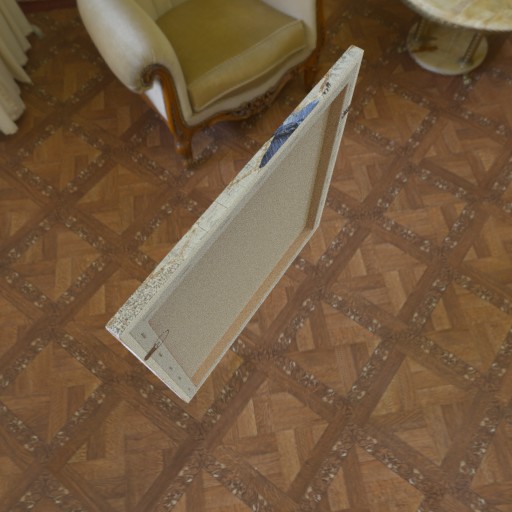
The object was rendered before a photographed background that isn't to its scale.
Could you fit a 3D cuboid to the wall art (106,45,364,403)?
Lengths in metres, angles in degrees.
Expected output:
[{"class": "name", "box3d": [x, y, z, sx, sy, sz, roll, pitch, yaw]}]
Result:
[{"class": "wall art", "box3d": [0.000, 0.000, 1.379, 0.039, 0.914, 0.912, 32, 69, 14]}]
